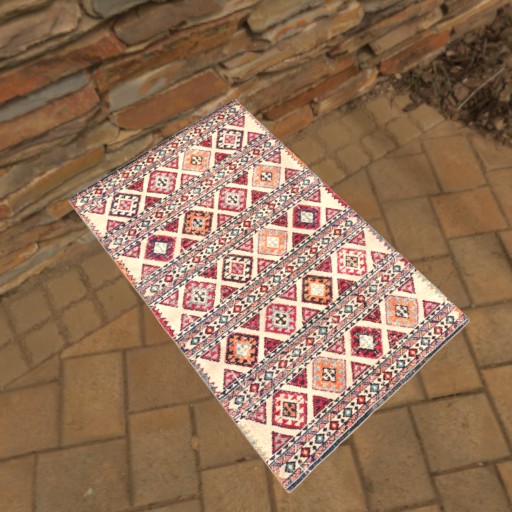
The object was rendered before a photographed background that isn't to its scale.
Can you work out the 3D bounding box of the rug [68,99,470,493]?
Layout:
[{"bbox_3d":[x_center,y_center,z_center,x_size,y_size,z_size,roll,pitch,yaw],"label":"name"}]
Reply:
[{"bbox_3d":[0.000,0.000,3.013,1.545,0.010,2.440,-36,70,-16],"label":"rug"}]
